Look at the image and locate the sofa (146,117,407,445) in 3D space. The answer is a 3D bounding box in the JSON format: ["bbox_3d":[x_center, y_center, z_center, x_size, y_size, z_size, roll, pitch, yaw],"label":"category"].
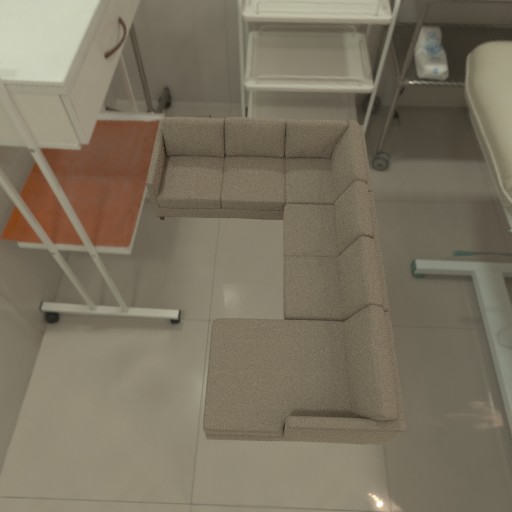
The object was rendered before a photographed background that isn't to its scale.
[{"bbox_3d":[0.000,0.000,4.523,2.424,0.865,3.438,2,58,1],"label":"sofa"}]
